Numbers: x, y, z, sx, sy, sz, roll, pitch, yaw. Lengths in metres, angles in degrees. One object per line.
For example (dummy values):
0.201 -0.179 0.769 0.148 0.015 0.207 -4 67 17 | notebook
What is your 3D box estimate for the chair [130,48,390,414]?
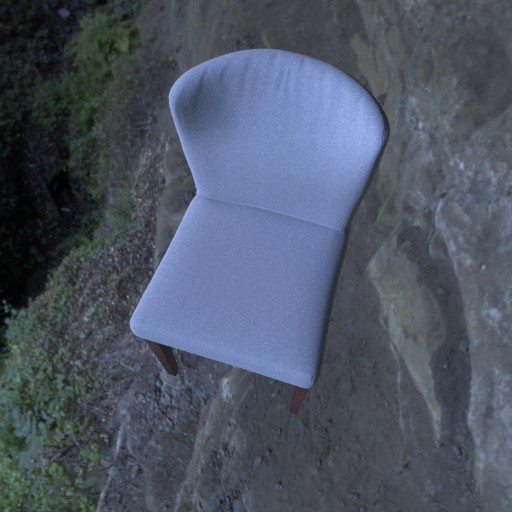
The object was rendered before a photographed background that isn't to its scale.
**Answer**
0.000 0.000 1.192 0.491 0.839 0.592 15 60 9 | chair
